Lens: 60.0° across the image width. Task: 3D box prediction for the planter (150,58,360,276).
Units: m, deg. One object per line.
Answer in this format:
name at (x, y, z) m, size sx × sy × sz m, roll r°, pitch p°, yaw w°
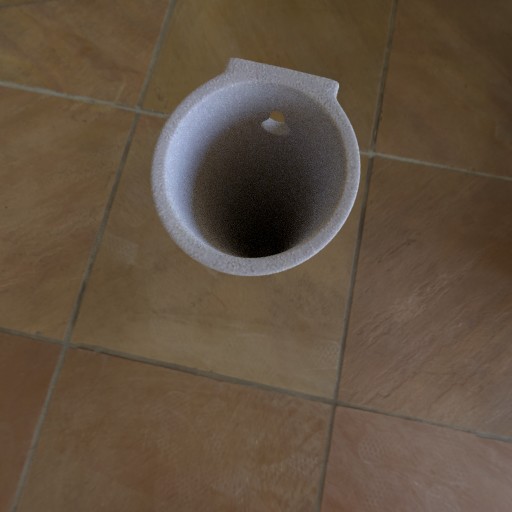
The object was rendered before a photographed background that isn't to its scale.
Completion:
planter at (0.000, 0.000, 0.289) m, size 0.078 × 0.259 × 0.087 m, roll 14°, pitch 75°, yaw 4°
